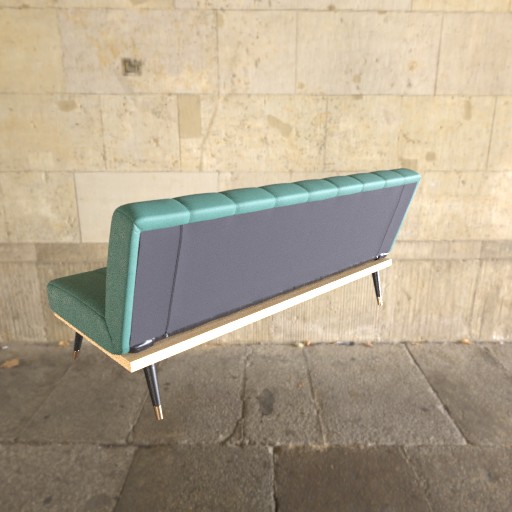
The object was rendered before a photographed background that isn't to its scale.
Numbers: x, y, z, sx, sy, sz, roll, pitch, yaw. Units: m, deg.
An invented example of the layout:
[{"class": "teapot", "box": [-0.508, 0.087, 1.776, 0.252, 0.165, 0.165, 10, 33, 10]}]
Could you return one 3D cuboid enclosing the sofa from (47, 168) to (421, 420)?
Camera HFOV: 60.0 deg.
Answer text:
[{"class": "sofa", "box": [0.000, 0.000, 2.259, 1.810, 0.820, 0.830, -15, 22, -42]}]
